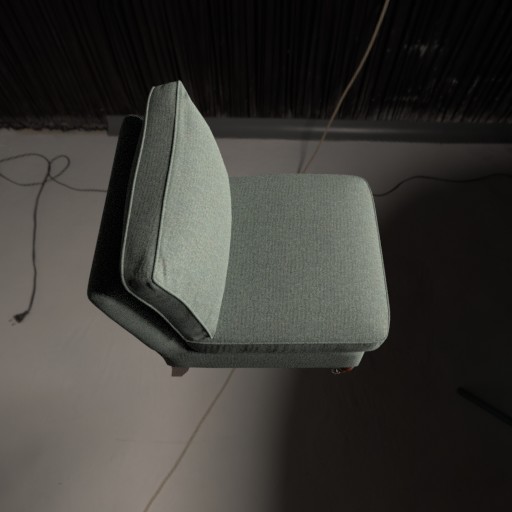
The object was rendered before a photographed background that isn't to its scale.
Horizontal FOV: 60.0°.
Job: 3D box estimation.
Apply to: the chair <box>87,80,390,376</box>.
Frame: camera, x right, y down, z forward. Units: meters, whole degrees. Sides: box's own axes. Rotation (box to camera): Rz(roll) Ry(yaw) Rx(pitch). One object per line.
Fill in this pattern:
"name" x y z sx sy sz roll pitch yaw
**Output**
"chair" 0.000 0.000 1.447 0.796 0.901 0.624 0 61 0
